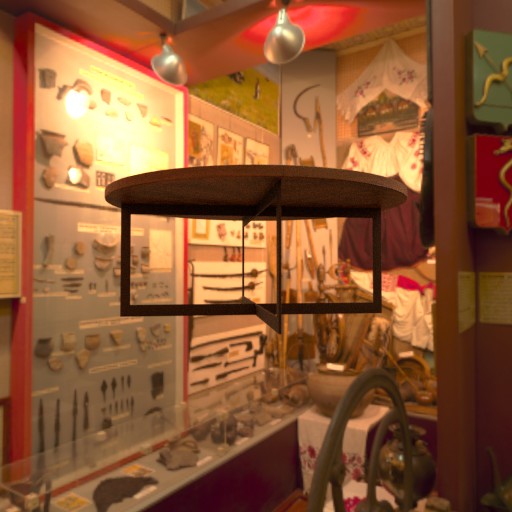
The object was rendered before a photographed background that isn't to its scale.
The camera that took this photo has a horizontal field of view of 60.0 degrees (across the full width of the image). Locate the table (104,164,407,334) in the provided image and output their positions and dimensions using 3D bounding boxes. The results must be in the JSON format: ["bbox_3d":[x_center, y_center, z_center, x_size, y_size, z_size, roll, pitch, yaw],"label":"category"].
[{"bbox_3d":[0.000,0.000,1.949,1.264,0.516,1.264,0,-2,0],"label":"table"}]
